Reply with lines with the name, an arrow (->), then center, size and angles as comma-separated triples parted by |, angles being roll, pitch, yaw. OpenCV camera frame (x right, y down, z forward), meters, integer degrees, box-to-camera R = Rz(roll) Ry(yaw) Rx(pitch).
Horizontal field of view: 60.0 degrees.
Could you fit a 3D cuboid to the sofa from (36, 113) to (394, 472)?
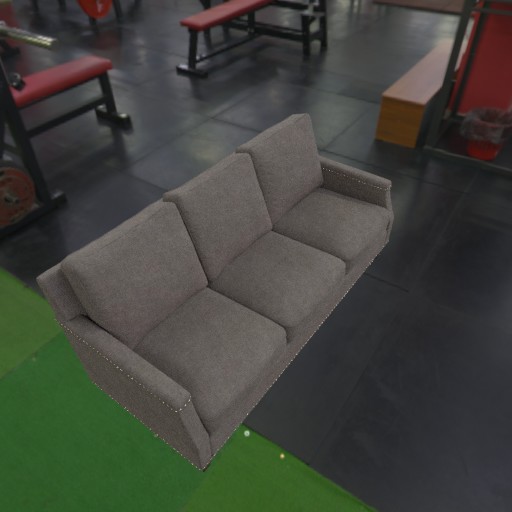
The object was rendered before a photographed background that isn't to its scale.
sofa -> 0.000, 0.000, 2.815 | 1.034, 1.042, 2.226 | 26, 48, 26
